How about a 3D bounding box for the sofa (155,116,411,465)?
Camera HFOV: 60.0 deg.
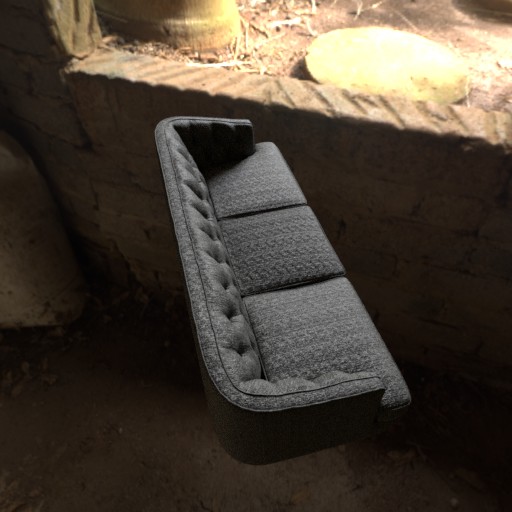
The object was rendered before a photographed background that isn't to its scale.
[{"bbox_3d":[0.000,0.000,2.737,0.941,0.855,2.278,-11,48,-10],"label":"sofa"}]
